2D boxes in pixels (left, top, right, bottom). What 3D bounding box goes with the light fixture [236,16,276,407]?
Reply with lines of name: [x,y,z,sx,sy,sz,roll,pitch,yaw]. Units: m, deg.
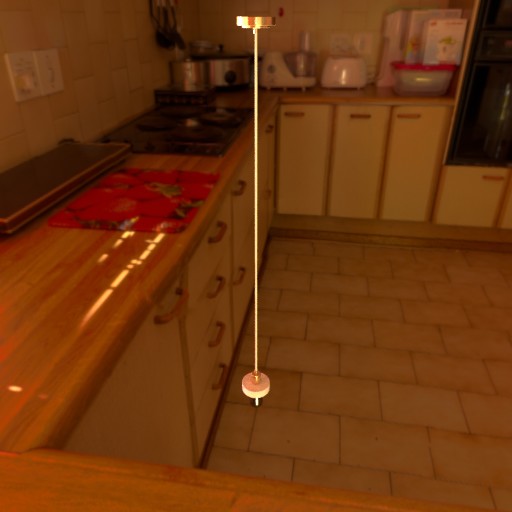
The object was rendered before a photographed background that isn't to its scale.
light fixture: [0.000,0.000,1.757,0.129,1.669,0.129,-11,31,-18]
